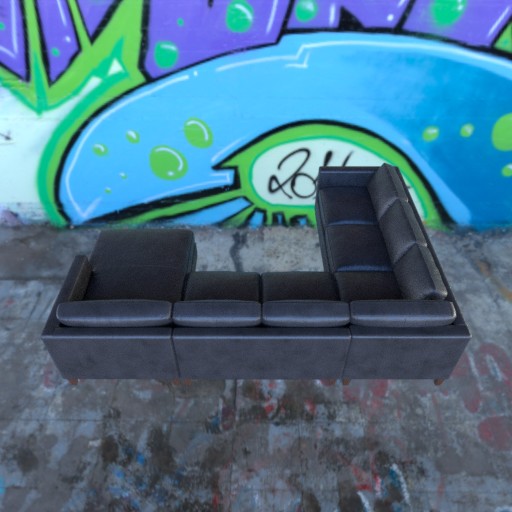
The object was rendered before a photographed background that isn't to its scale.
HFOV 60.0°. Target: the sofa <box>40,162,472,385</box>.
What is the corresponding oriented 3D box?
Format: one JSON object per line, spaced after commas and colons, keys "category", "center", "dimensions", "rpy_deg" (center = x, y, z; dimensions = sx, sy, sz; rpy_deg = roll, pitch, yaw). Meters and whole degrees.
{"category": "sofa", "center": [0.000, 0.000, 4.480], "dimensions": [3.324, 0.891, 2.452], "rpy_deg": [0, 43, 0]}
